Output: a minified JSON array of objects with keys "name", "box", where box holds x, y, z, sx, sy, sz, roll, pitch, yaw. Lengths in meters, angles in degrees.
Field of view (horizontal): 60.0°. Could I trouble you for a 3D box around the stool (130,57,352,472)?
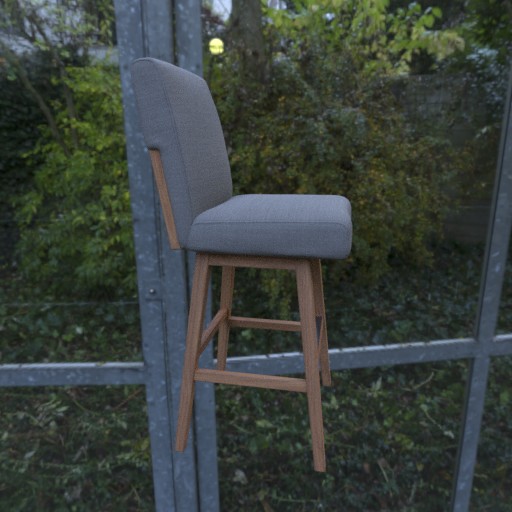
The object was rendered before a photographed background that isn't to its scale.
[{"name":"stool","box":[0.000,0.000,1.378,0.570,1.112,0.483,3,15,11]}]
